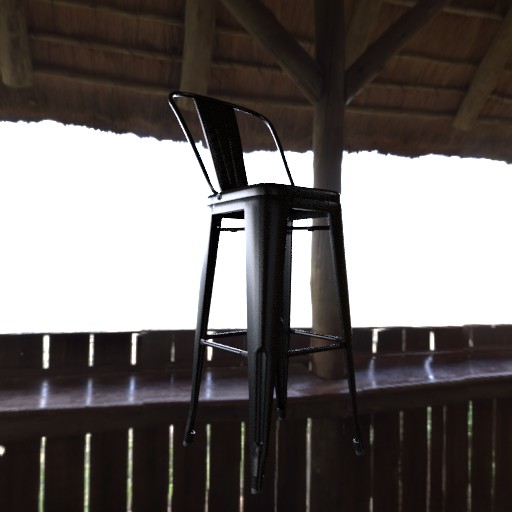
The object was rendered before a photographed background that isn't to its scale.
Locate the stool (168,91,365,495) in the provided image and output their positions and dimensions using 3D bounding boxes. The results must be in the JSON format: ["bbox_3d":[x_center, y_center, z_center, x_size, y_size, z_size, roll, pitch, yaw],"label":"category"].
[{"bbox_3d":[0.000,0.000,1.319,0.399,1.096,0.513,1,-1,-36],"label":"stool"}]
